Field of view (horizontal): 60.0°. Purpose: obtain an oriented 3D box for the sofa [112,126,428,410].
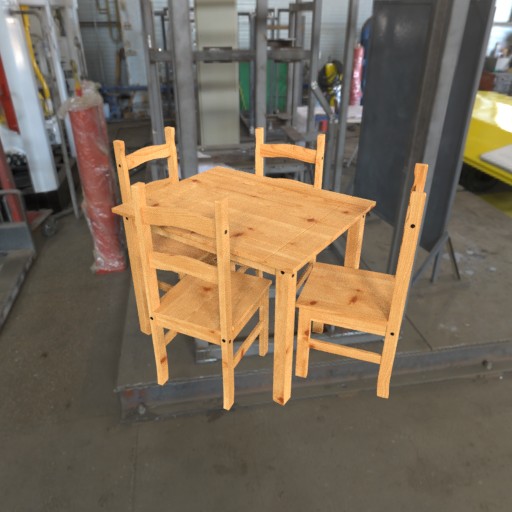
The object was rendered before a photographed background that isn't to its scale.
[{"bbox_3d":[0.000,0.000,2.215,1.529,1.000,1.144,19,34,30],"label":"sofa"}]
